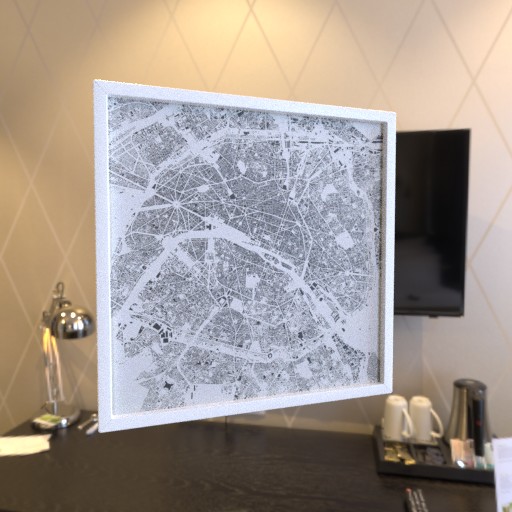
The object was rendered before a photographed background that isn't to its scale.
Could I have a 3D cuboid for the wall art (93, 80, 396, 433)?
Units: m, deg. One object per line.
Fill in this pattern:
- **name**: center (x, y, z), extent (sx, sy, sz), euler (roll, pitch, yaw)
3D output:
- **wall art**: center (0.000, 0.000, 0.448), extent (0.305, 0.305, 0.038), euler (-1, 3, -19)
